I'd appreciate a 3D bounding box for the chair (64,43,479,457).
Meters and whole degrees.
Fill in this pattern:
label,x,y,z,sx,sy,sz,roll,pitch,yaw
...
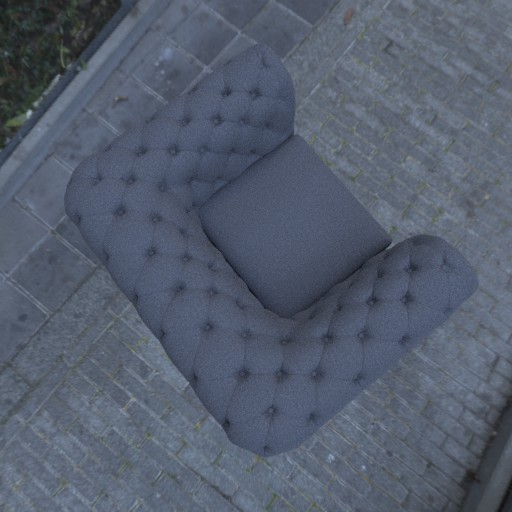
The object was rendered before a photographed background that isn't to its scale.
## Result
label,x,y,z,sx,sy,sz,roll,pitch,yaw
chair,0.000,0.000,1.840,0.976,0.770,1.270,-37,79,-9
